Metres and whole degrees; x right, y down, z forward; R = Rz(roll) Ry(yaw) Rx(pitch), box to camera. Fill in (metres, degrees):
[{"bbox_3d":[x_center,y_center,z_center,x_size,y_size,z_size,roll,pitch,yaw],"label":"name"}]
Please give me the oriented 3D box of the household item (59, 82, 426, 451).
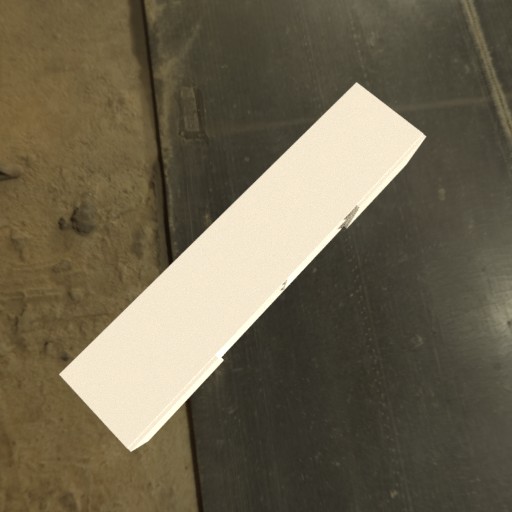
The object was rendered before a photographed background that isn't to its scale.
[{"bbox_3d":[0.000,0.000,2.056,0.420,0.310,1.850,42,79,10],"label":"household item"}]
